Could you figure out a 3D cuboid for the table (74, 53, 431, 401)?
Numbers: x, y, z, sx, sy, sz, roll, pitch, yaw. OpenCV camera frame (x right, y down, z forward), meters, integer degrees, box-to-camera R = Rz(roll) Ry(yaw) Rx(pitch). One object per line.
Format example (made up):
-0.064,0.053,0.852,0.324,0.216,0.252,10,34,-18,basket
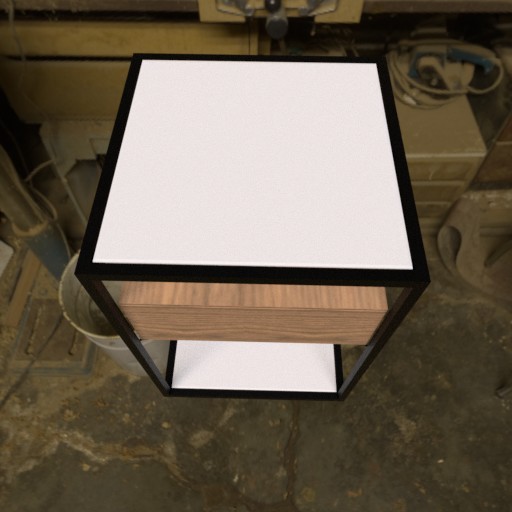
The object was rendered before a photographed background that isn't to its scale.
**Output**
0.000,0.000,0.797,0.378,0.540,0.378,1,59,1,table
